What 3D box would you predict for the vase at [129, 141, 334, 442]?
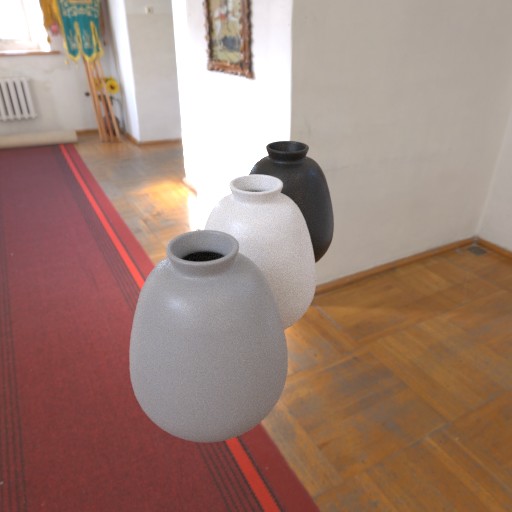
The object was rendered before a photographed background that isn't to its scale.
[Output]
[{"bbox_3d":[0.000,0.000,0.352,0.097,0.122,0.297,8,31,14],"label":"vase"}]
